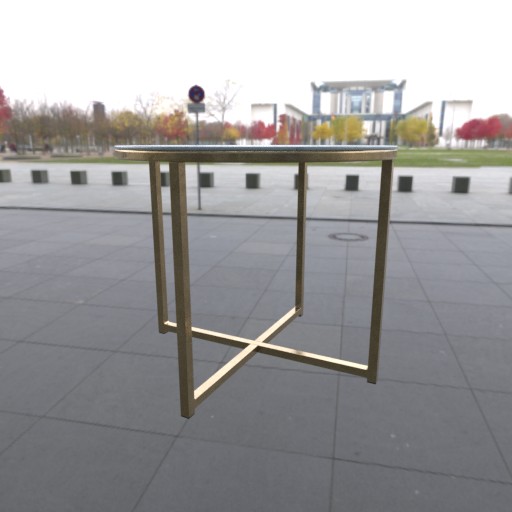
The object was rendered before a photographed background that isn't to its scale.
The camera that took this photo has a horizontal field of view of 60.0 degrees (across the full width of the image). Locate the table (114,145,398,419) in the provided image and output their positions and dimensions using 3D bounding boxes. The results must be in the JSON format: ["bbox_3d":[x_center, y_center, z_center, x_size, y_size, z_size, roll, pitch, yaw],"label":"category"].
[{"bbox_3d":[0.000,0.000,0.869,0.500,0.420,0.500,0,14,0],"label":"table"}]
